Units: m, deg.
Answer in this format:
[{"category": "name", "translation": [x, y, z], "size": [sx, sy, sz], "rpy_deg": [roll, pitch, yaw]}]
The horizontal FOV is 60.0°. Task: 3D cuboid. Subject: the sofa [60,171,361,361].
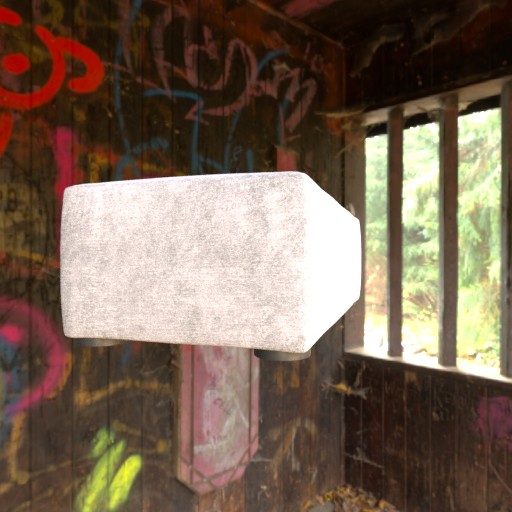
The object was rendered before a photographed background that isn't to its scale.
[{"category": "sofa", "translation": [0.000, 0.000, 1.180], "size": [0.480, 0.330, 0.930], "rpy_deg": [0, 0, 18]}]
